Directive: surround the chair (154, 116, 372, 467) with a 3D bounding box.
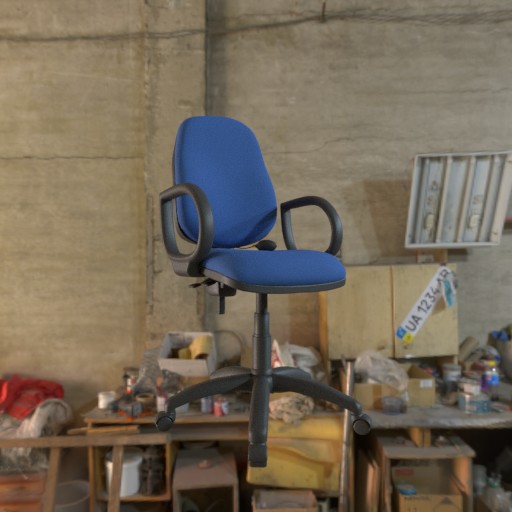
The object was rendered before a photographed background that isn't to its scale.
[{"bbox_3d":[0.000,0.000,1.245,0.552,0.905,0.549,0,0,-34],"label":"chair"}]
